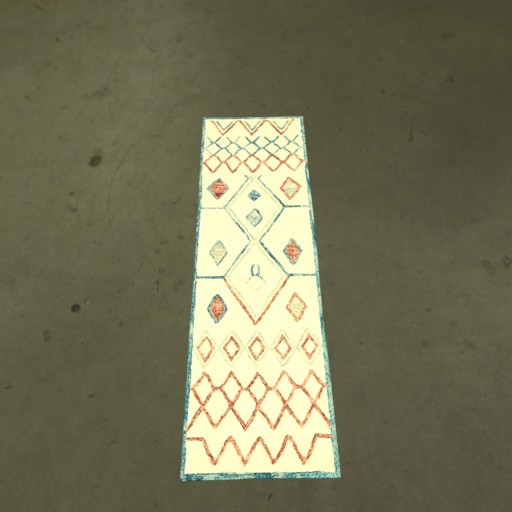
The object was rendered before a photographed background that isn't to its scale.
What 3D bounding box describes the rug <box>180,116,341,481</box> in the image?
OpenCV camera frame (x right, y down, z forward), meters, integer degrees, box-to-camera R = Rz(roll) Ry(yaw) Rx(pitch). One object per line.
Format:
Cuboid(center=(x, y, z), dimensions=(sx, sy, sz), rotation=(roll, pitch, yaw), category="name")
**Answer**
Cuboid(center=(0.000, 0.000, 2.694), dimensions=(0.750, 0.011, 2.435), rotation=(-1, 59, -1), category="rug")
